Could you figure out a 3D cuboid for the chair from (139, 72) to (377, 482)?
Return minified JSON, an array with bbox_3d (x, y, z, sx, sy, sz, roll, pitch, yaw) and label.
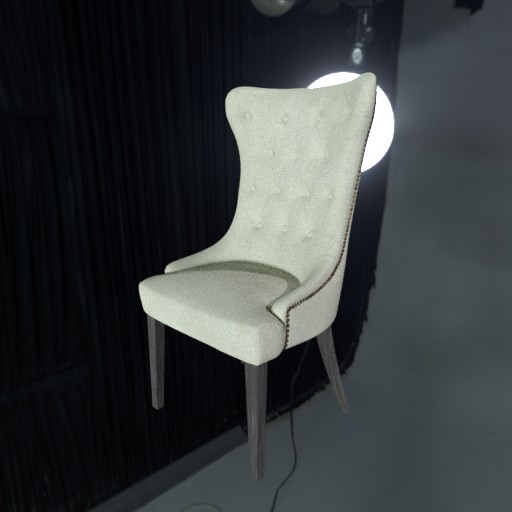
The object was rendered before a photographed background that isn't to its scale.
[{"bbox_3d":[0.000,0.000,1.394,0.584,1.065,0.590,14,20,42],"label":"chair"}]
